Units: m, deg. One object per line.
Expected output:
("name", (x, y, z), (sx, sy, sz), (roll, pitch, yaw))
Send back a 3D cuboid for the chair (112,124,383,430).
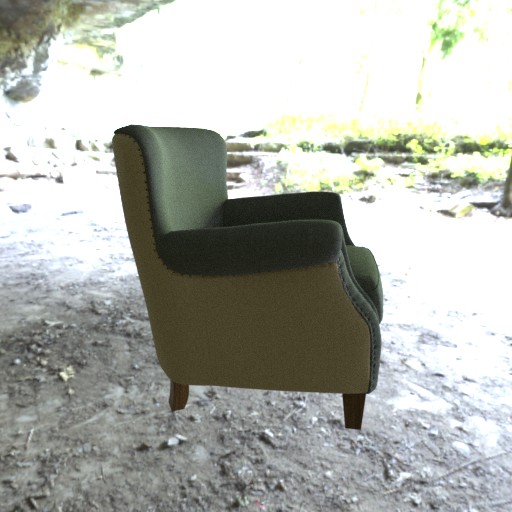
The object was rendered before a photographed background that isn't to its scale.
("chair", (0.000, 0.000, 1.654), (0.921, 0.936, 0.861), (3, 15, 10))
